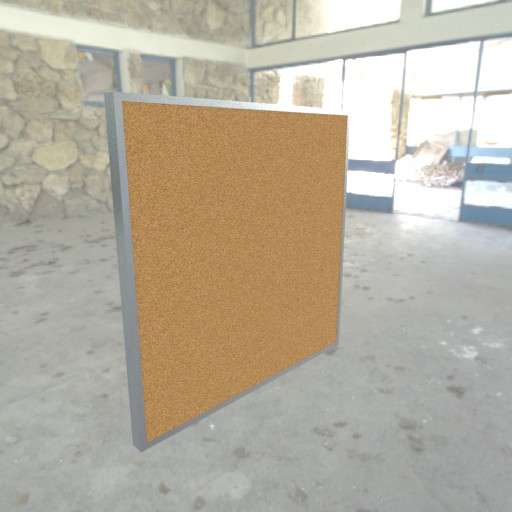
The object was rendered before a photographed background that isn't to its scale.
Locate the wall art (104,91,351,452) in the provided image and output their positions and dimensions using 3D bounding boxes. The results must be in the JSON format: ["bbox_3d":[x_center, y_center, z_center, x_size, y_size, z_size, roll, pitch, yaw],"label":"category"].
[{"bbox_3d":[0.000,0.000,1.237,0.806,0.806,0.038,-14,20,-43],"label":"wall art"}]
